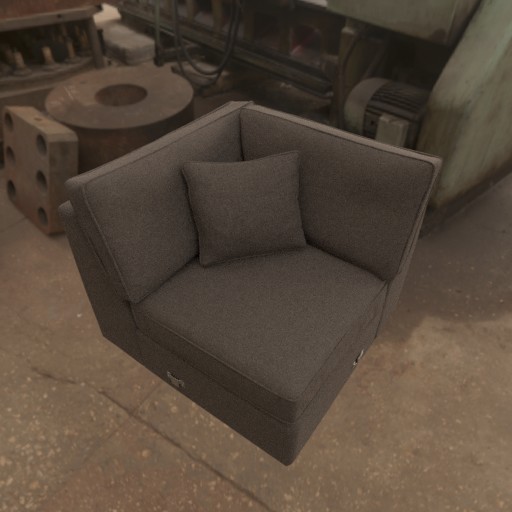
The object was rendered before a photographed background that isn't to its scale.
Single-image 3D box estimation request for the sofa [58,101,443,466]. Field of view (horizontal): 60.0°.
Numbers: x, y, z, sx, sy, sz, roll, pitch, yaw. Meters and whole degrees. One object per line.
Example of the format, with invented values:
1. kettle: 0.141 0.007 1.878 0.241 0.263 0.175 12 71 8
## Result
1. sofa: 0.000 0.000 1.952 1.146 1.002 1.084 25 46 26
